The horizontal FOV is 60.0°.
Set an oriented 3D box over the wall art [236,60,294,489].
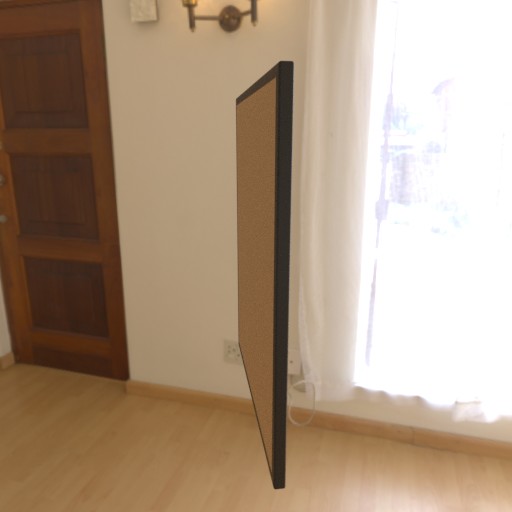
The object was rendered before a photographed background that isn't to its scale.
[{"bbox_3d":[0.000,0.000,0.806,0.018,0.582,0.481,-2,15,-8],"label":"wall art"}]
